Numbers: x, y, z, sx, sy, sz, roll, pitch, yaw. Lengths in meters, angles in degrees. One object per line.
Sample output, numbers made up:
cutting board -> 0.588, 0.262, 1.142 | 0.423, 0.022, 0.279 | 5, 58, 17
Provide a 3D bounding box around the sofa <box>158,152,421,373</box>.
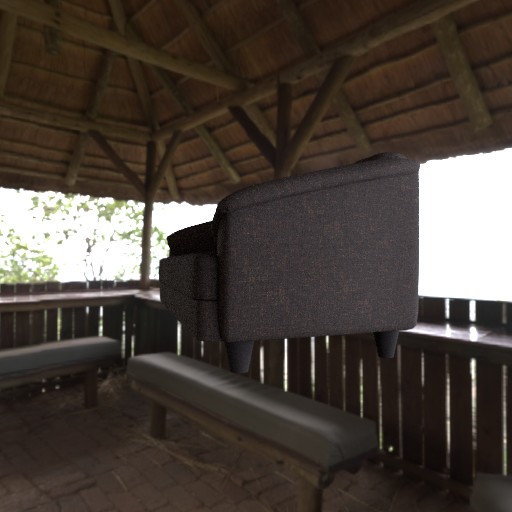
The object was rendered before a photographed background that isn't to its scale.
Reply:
sofa -> 0.000, 0.000, 2.272 | 0.887, 0.790, 1.849 | 0, -1, -16
